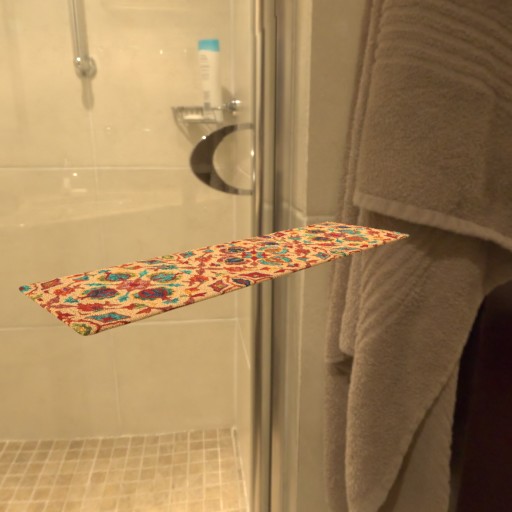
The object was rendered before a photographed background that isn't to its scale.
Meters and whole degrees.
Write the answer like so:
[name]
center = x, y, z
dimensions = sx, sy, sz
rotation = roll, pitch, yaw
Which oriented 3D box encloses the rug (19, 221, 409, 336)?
[rug]
center = 0.000, 0.000, 2.481
dimensions = 2.273, 0.016, 0.693
rotation = -14, 20, -42
